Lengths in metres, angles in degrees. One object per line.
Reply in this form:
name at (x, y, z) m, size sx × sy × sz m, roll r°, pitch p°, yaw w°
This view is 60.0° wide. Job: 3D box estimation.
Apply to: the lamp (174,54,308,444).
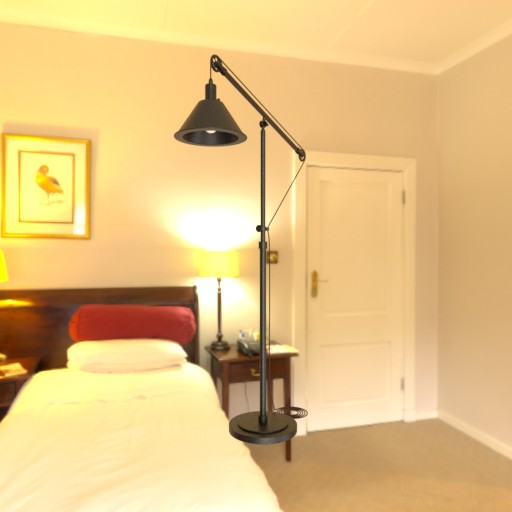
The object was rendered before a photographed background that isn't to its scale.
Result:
lamp at (0.000, 0.000, 2.018) m, size 0.319 × 1.626 × 0.904 m, roll 1°, pitch 1°, yaw 36°
